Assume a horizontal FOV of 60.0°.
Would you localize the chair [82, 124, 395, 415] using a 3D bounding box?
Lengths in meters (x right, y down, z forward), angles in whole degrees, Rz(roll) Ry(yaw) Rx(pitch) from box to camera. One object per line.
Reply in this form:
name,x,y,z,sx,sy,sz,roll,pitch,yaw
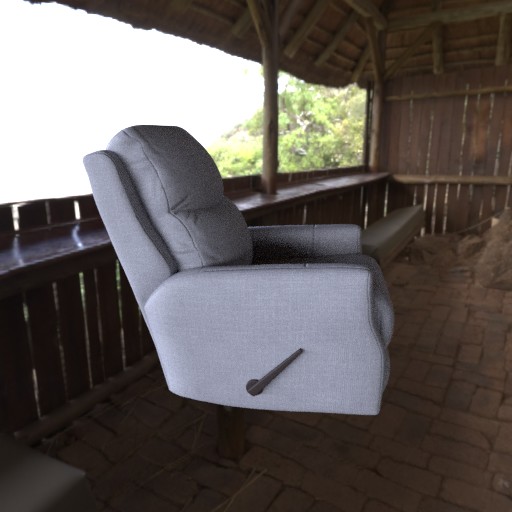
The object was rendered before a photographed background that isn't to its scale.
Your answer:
chair,0.000,0.000,1.813,1.080,1.030,0.829,3,16,9
